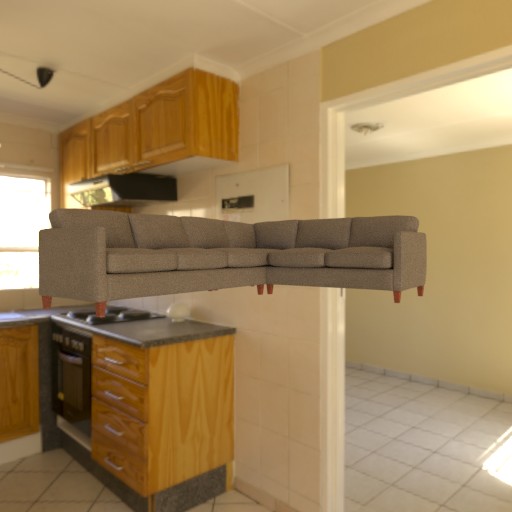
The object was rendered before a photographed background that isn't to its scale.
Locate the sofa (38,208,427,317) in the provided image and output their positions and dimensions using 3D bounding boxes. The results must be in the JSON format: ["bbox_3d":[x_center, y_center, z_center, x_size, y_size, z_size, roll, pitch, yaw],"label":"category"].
[{"bbox_3d":[0.000,0.000,4.571,2.593,0.947,3.302,0,1,36],"label":"sofa"}]
